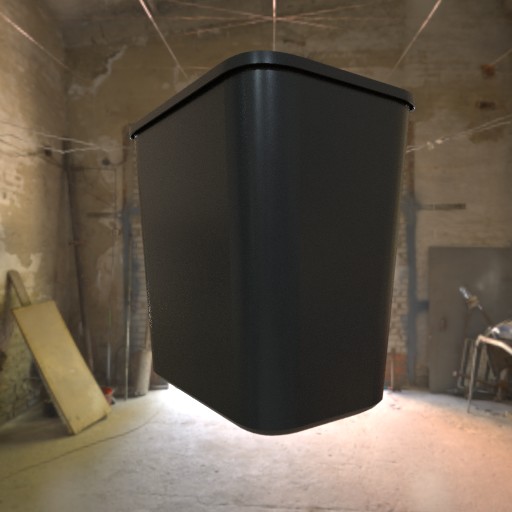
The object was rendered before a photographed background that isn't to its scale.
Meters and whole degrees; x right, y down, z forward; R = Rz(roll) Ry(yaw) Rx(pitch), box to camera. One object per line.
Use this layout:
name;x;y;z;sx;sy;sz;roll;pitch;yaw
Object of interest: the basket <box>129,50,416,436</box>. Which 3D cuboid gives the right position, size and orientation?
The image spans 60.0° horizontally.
basket;0.000;0.000;0.494;0.211;0.307;0.300;-1;1;-34
